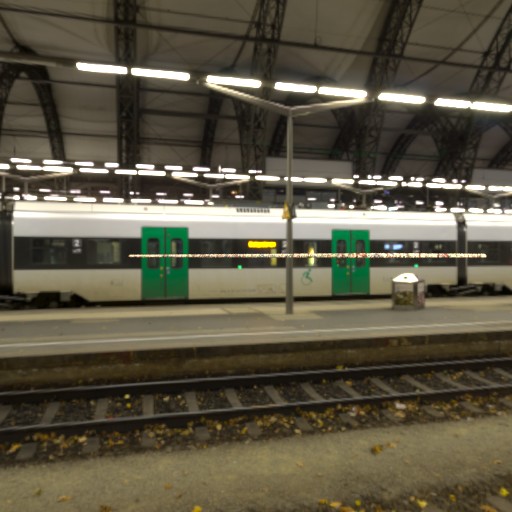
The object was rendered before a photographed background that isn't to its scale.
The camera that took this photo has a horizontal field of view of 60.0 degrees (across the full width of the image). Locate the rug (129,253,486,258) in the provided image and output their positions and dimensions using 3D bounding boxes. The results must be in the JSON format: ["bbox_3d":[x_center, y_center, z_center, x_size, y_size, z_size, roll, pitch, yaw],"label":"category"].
[{"bbox_3d":[0.000,0.000,2.543,0.688,0.015,2.292,0,0,-36],"label":"rug"}]
